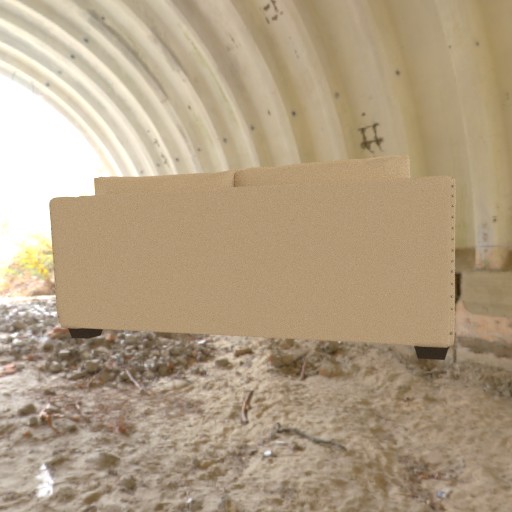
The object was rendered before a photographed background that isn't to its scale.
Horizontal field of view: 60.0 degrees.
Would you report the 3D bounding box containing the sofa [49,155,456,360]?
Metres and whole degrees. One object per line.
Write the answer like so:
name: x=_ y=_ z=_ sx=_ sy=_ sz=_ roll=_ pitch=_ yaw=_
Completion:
sofa: x=0.000 y=0.000 z=2.321 sx=1.812 sy=0.830 sz=0.949 roll=0 pitch=-1 yaw=17
